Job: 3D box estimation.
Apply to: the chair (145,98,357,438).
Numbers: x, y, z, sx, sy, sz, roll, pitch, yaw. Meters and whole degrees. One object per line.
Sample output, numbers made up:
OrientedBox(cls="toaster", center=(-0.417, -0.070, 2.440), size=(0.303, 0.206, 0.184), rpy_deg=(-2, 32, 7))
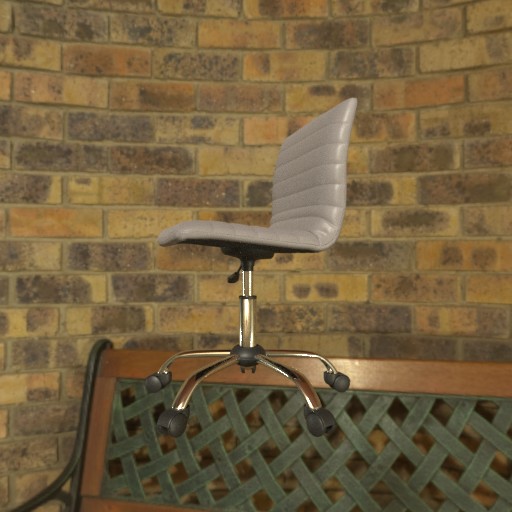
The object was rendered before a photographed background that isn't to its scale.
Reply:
OrientedBox(cls="chair", center=(0.000, 0.000, 1.154), size=(0.542, 0.750, 0.569), rpy_deg=(0, 0, -18))
